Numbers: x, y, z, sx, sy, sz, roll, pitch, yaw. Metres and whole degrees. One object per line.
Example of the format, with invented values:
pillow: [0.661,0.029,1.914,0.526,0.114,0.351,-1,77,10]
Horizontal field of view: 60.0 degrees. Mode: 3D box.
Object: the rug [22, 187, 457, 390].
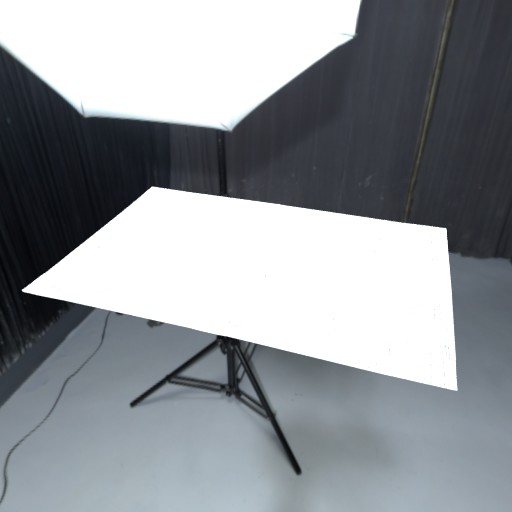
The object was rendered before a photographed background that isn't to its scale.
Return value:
rug: [0.000,0.000,2.142,1.773,0.021,1.149,10,34,15]
